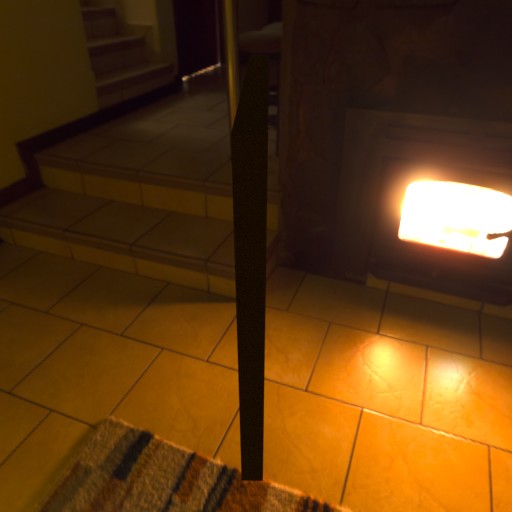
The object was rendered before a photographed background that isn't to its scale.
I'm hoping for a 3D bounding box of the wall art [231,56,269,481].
[{"bbox_3d":[0.000,0.000,0.743,0.034,0.552,0.455,1,33,1],"label":"wall art"}]
